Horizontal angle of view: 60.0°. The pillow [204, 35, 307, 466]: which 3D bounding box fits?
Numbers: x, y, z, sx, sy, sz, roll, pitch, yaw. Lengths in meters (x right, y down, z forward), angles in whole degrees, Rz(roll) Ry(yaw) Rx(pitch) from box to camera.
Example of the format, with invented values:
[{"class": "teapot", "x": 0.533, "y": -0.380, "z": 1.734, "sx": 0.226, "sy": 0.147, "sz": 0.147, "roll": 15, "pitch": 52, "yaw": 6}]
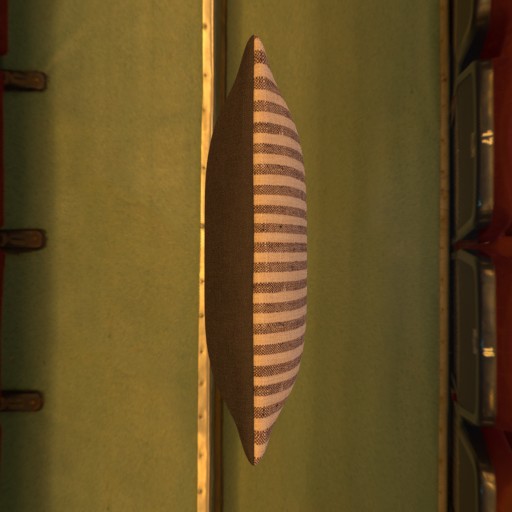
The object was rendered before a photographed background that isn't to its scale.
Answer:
[{"class": "pillow", "x": 0.000, "y": 0.000, "z": 0.777, "sx": 0.166, "sy": 0.506, "sz": 0.523, "roll": 0, "pitch": 89, "yaw": -1}]
